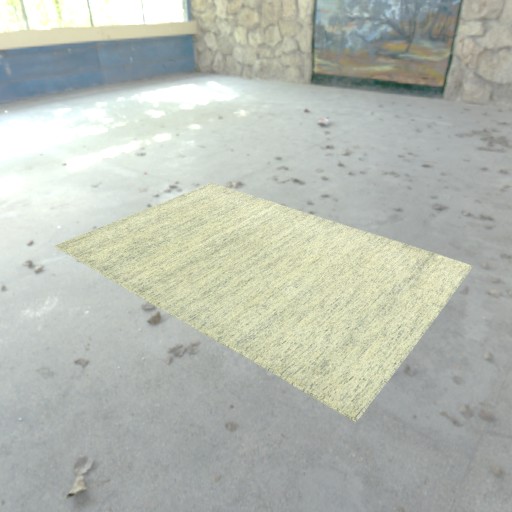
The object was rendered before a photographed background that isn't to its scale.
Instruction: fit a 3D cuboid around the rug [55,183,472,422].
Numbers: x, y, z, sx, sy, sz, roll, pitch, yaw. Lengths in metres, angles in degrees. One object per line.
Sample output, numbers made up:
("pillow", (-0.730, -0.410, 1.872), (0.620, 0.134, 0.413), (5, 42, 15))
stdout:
("rug", (0.000, 0.000, 2.338), (1.846, 0.014, 1.243), (22, 37, 33))
